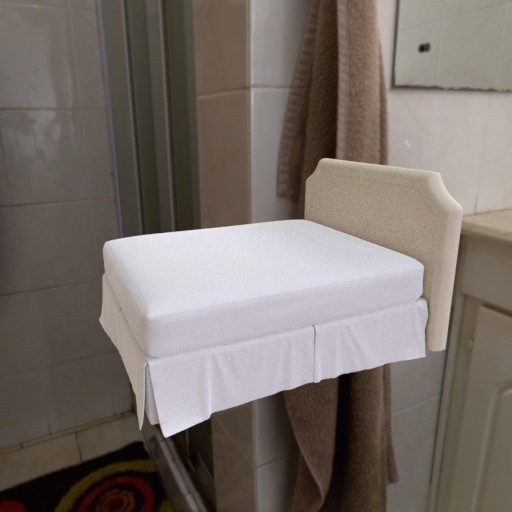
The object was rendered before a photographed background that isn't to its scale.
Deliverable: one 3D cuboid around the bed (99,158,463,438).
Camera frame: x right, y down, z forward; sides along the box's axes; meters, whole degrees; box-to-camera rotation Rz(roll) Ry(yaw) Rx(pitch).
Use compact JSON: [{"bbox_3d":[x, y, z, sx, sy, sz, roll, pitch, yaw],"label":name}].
[{"bbox_3d":[0.000,0.000,3.370,2.209,1.296,1.827,-8,19,-24],"label":"bed"}]
